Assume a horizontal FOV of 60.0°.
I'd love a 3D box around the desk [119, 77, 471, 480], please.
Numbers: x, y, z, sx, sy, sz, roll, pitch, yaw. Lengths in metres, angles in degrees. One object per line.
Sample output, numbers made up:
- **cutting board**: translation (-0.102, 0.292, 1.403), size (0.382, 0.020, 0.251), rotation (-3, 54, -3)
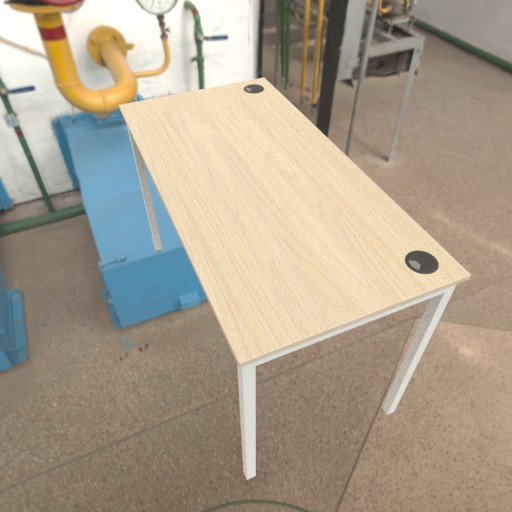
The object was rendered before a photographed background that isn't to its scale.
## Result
- **desk**: translation (0.000, 0.000, 1.627), size (0.600, 0.750, 1.200), rotation (-17, 48, -16)
